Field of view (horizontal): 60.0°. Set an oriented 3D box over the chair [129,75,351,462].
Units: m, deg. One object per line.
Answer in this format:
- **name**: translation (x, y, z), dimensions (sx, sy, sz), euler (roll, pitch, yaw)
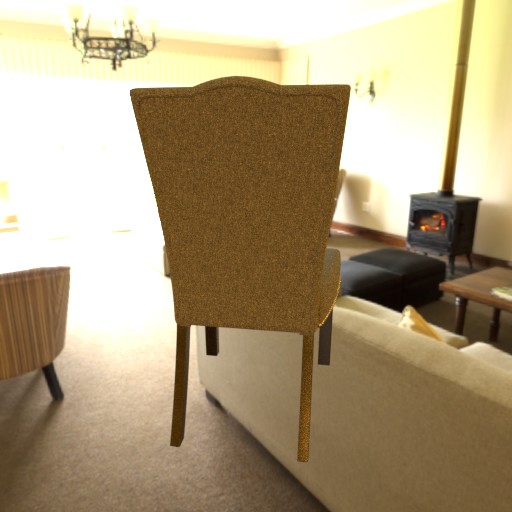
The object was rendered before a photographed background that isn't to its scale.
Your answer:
- **chair**: translation (0.000, 0.000, 1.328), dimensions (0.518, 0.946, 0.589), euler (3, 15, 9)
